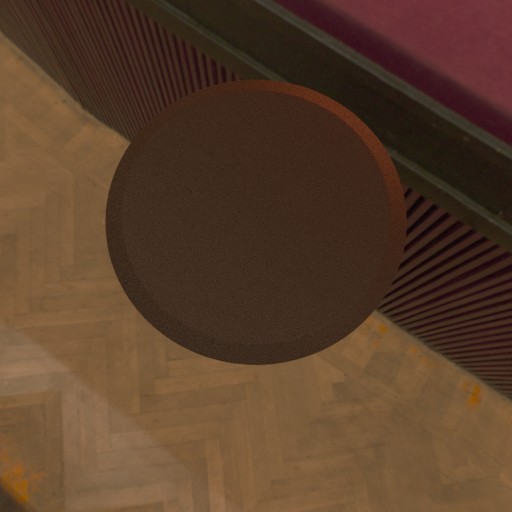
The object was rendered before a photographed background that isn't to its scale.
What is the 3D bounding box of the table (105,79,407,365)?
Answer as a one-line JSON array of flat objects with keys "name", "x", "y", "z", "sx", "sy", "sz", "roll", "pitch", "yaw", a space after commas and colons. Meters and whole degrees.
[{"name": "table", "x": 0.000, "y": 0.000, "z": 0.948, "sx": 0.457, "sy": 0.585, "sz": 0.457, "roll": 0, "pitch": 76, "yaw": 0}]
